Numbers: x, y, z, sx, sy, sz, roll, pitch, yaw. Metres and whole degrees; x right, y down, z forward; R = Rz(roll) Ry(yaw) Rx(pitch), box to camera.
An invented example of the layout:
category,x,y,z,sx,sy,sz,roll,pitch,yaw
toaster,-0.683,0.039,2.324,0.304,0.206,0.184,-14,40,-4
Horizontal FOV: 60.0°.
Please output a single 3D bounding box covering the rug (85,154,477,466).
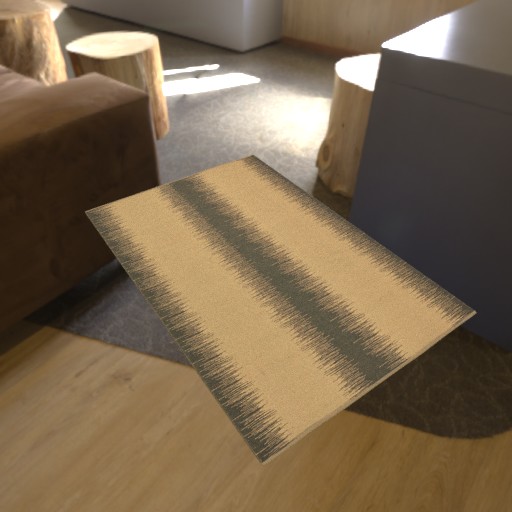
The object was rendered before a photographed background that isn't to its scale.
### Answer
category,x,y,z,sx,sy,sz,roll,pitch,yaw
rug,0.000,0.000,2.375,1.234,0.006,1.854,-25,47,-25
